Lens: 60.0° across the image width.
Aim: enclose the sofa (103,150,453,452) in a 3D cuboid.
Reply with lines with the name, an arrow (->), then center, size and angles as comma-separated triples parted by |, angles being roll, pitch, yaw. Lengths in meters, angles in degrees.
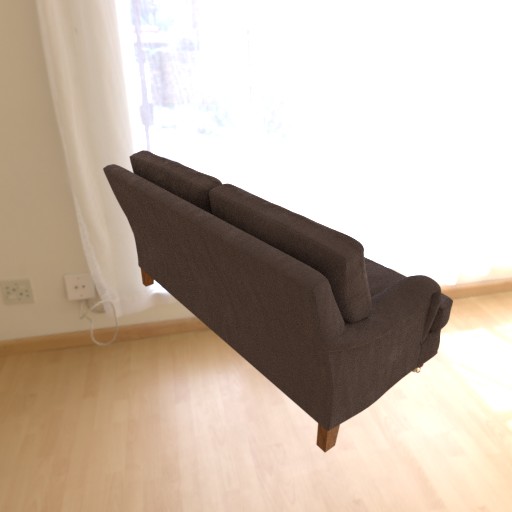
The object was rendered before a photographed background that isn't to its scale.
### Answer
sofa -> 0.000, 0.000, 2.815 | 1.086, 1.087, 2.165 | -19, 32, -33
